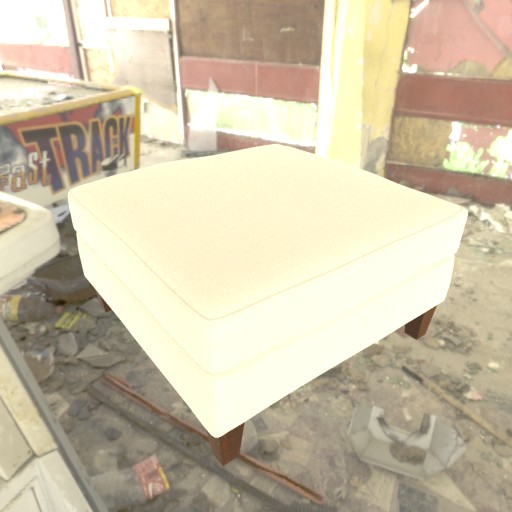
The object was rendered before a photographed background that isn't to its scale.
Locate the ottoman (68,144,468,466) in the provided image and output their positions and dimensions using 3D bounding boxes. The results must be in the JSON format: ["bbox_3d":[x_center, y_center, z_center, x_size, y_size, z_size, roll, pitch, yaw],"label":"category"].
[{"bbox_3d":[0.000,0.000,1.345,0.838,0.479,0.838,-20,35,-32],"label":"ottoman"}]
